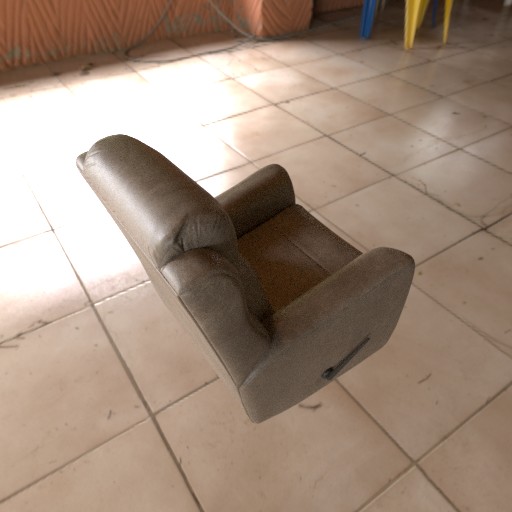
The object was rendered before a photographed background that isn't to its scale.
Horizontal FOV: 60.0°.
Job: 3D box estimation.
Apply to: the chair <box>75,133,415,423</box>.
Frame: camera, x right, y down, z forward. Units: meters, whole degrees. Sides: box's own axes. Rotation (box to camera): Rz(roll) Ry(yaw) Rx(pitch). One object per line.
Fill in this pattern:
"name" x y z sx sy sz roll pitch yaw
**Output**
"chair" 0.000 0.000 1.897 1.068 1.116 0.967 -25 47 -25
